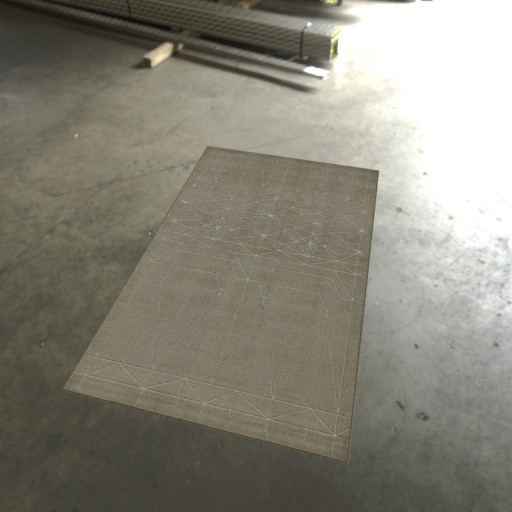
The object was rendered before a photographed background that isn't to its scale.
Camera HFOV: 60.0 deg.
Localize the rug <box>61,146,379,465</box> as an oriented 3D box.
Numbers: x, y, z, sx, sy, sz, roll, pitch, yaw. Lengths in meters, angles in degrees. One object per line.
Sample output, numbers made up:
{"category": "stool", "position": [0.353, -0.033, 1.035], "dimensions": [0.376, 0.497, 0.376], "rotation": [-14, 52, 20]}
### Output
{"category": "rug", "position": [0.000, 0.000, 3.048], "dimensions": [1.524, 0.012, 2.438], "rotation": [10, 47, 10]}
